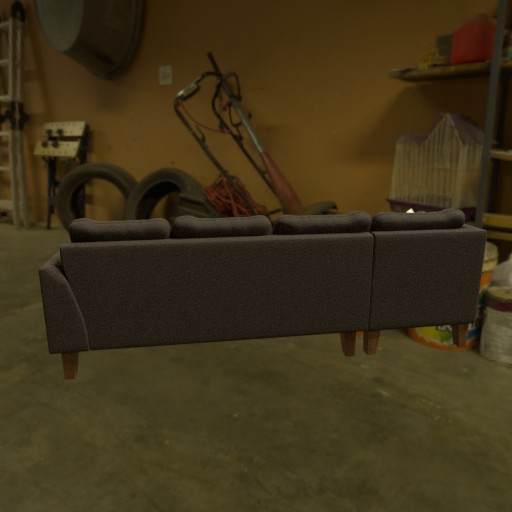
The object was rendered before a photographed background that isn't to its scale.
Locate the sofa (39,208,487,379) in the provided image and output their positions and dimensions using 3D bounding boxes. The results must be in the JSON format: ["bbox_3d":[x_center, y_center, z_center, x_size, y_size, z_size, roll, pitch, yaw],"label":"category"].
[{"bbox_3d":[0.000,0.000,3.506,2.679,0.932,1.829,-2,15,-9],"label":"sofa"}]
